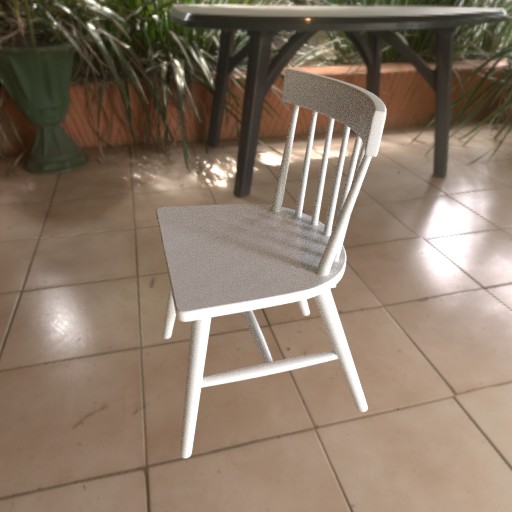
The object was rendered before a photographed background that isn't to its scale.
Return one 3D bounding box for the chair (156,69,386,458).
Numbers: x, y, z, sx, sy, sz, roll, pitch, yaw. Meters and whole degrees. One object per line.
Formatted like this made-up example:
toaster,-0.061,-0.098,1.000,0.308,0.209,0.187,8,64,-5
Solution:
chair,0.000,0.000,1.099,0.500,0.787,0.483,-8,32,-13
